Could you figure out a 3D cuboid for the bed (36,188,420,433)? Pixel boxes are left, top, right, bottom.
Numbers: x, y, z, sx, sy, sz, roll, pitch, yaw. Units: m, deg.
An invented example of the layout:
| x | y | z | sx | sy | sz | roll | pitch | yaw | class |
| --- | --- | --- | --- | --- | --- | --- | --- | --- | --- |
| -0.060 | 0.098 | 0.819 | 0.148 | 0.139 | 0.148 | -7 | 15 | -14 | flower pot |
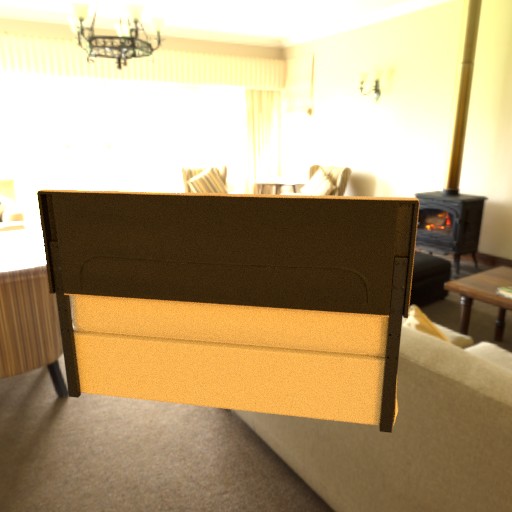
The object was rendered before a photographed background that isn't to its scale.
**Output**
| x | y | z | sx | sy | sz | roll | pitch | yaw | class |
| --- | --- | --- | --- | --- | --- | --- | --- | --- | --- |
| 0.000 | 0.000 | 2.787 | 1.616 | 1.016 | 1.876 | 3 | 16 | 10 | bed |
